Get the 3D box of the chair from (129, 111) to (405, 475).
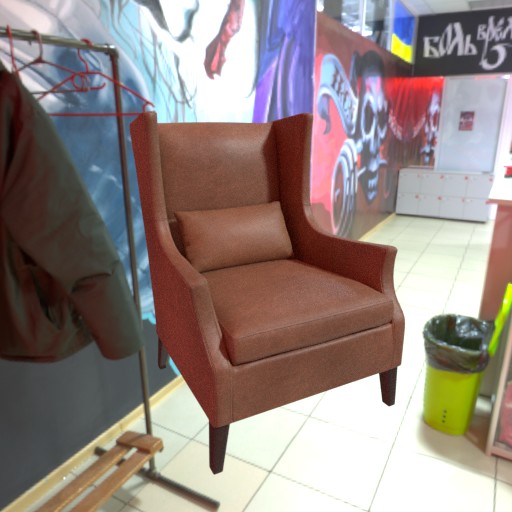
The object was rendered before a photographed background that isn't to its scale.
[{"bbox_3d":[0.000,0.000,1.751,0.815,1.088,0.913,-9,19,-27],"label":"chair"}]
